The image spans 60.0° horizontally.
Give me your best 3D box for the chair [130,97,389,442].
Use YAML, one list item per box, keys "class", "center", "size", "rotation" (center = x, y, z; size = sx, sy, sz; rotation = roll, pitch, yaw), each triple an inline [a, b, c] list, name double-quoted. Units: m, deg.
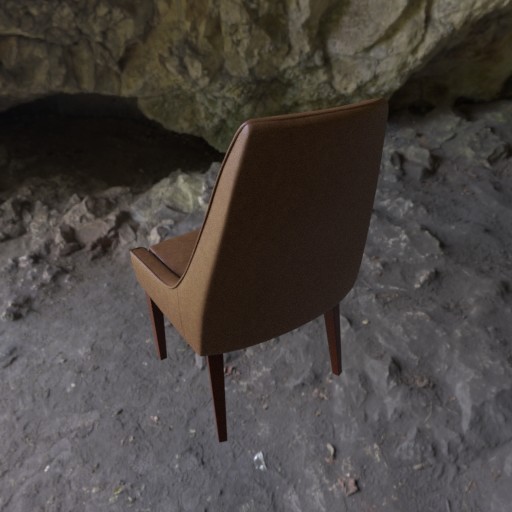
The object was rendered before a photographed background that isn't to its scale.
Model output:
- class: "chair"
  center: [0.000, 0.000, 1.200]
  size: [0.529, 0.861, 0.544]
  rotation: [-19, 36, -29]
